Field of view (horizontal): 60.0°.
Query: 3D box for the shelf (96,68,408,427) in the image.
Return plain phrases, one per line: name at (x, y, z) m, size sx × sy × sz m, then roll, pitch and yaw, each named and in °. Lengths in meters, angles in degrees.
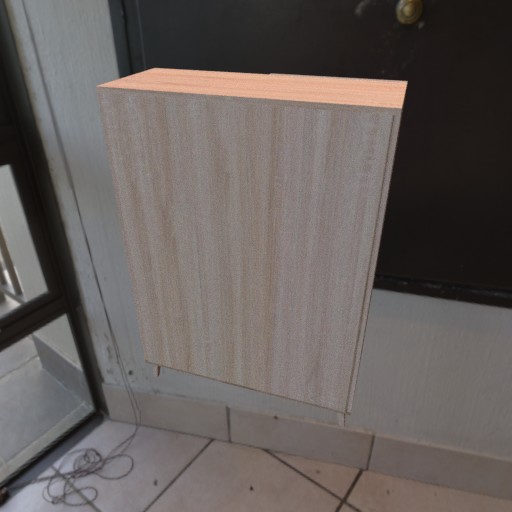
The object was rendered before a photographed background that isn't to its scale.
shelf at (0.000, 0.000, 1.901) m, size 0.995 × 1.405 × 0.434 m, roll 10°, pitch 33°, yaw 16°
